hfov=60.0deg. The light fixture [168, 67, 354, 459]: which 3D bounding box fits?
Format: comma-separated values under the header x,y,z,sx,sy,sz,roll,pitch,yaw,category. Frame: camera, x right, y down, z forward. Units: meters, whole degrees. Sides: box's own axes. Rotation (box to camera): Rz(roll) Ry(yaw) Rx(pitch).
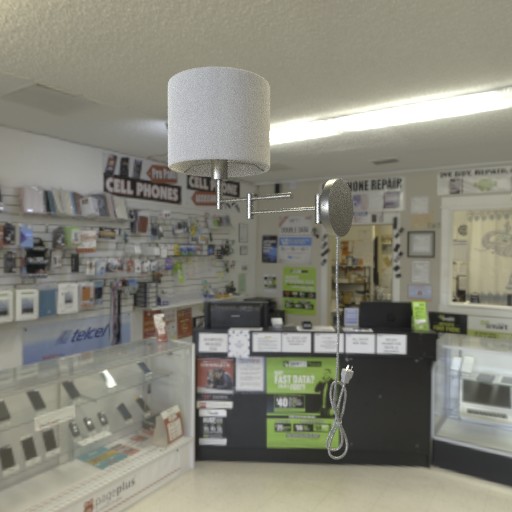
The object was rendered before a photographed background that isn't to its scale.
x,y,z,sx,sy,sz,roll,pitch,yaw,category
0.000,0.000,1.048,0.479,0.842,0.253,1,1,36,light fixture
